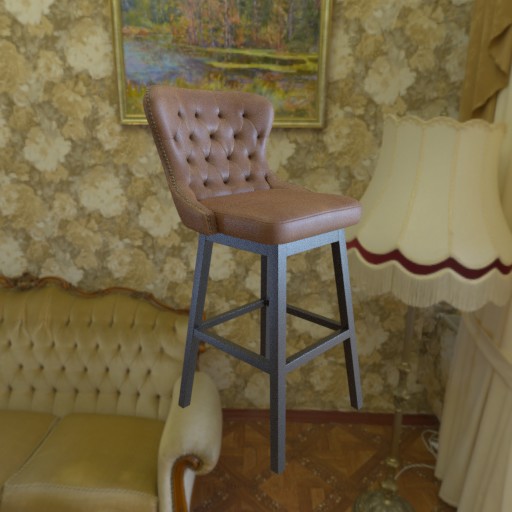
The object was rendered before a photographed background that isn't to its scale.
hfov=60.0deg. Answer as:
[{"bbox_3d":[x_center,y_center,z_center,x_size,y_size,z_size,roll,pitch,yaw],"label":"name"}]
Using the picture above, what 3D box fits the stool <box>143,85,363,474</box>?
[{"bbox_3d":[0.000,0.000,1.435,0.601,1.050,0.528,15,22,42],"label":"stool"}]
